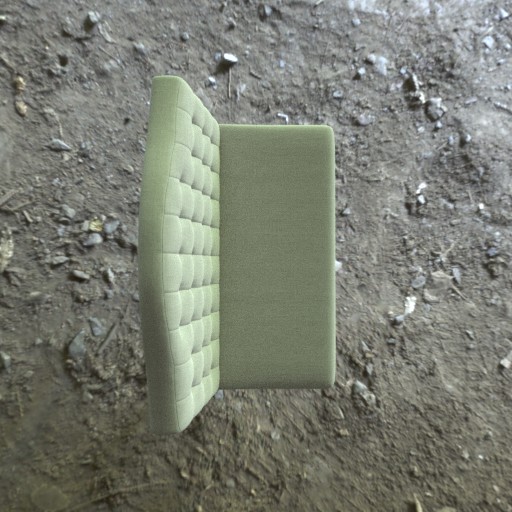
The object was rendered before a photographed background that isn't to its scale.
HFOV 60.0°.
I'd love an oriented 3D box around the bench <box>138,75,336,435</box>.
[{"bbox_3d":[0.000,0.000,2.073,0.815,1.180,1.335,0,89,-1],"label":"bench"}]
